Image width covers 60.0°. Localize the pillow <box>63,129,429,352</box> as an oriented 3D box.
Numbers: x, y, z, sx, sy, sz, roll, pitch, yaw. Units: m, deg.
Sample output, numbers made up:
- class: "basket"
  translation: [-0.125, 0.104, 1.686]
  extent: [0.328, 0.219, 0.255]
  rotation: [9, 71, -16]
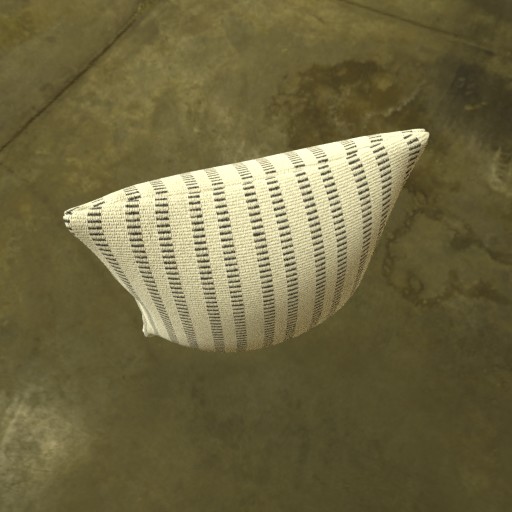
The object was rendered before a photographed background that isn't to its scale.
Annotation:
- class: "pillow"
  translation: [0.000, 0.000, 0.684]
  extent: [0.438, 0.419, 0.247]
  rotation: [-14, 63, -7]
